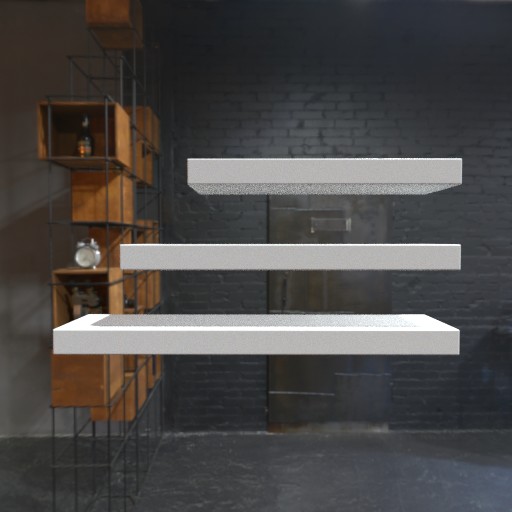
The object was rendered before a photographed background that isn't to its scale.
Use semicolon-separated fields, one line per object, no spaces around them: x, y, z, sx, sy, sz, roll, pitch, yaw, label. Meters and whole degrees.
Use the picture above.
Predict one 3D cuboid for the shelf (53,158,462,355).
0.000;0.000;0.730;0.610;0.293;0.140;0;2;0;shelf
